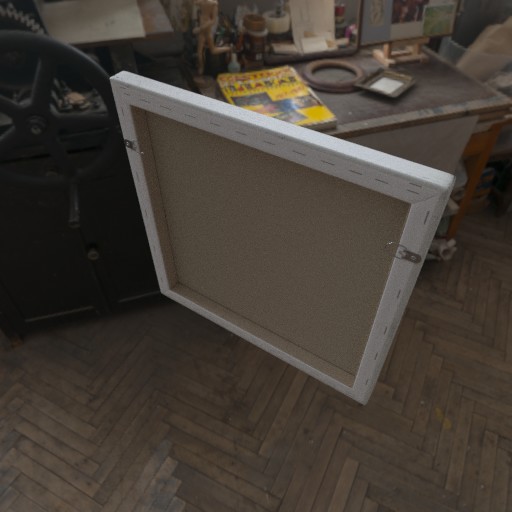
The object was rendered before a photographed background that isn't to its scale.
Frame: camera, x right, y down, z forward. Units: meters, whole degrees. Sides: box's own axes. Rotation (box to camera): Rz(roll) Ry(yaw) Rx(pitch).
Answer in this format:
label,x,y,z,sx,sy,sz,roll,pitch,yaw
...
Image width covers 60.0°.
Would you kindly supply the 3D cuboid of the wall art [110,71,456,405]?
label,x,y,z,sx,sy,sz,roll,pitch,yaw
wall art,0.000,0.000,0.909,0.610,0.611,0.040,25,51,22
